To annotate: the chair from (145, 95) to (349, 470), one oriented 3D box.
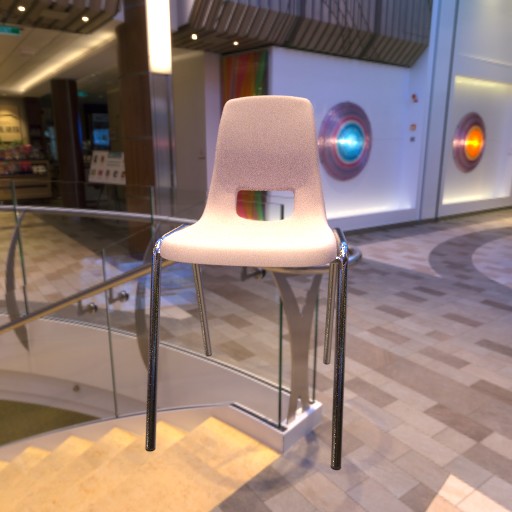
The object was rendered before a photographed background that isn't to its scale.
[{"bbox_3d":[0.000,0.000,0.966,0.381,0.704,0.436,2,14,8],"label":"chair"}]
